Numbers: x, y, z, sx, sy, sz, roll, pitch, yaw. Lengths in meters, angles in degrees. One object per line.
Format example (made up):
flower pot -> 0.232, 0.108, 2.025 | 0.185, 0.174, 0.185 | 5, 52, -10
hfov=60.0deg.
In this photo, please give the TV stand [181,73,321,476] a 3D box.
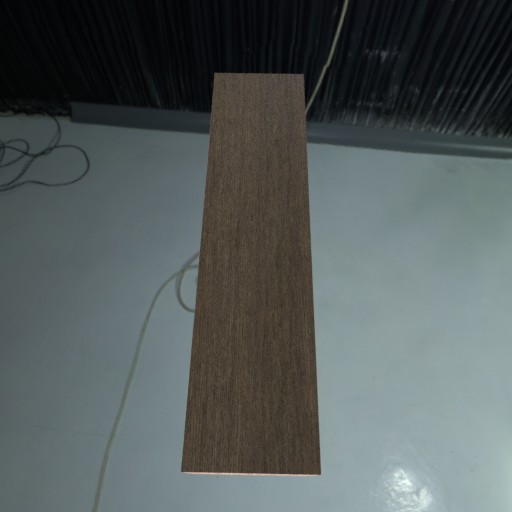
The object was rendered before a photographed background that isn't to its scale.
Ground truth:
TV stand -> 0.000, 0.000, 1.673 | 0.366, 0.409, 1.482 | 1, 63, 0
